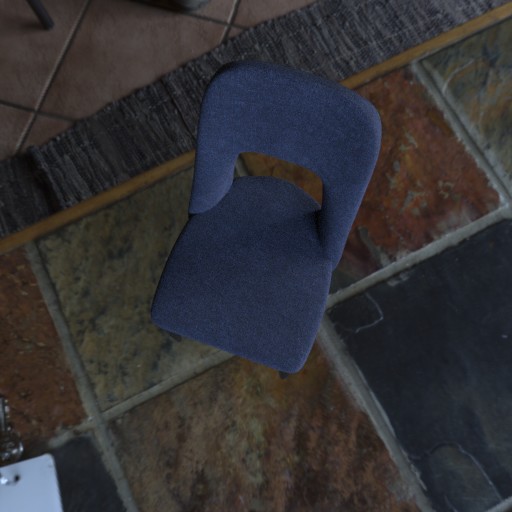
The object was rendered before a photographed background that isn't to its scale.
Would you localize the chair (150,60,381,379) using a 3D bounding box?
[{"bbox_3d":[0.000,0.000,1.299,0.470,0.931,0.612,19,76,5],"label":"chair"}]
